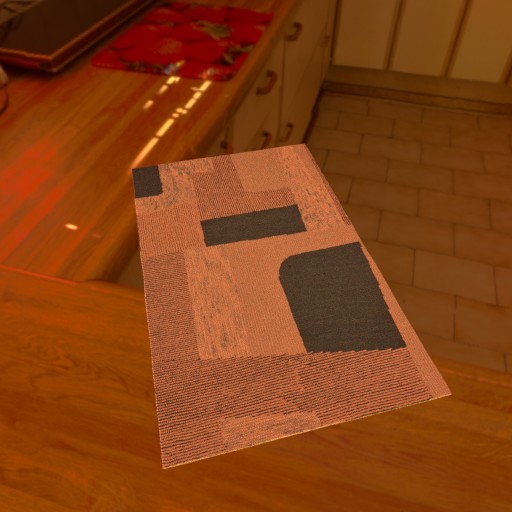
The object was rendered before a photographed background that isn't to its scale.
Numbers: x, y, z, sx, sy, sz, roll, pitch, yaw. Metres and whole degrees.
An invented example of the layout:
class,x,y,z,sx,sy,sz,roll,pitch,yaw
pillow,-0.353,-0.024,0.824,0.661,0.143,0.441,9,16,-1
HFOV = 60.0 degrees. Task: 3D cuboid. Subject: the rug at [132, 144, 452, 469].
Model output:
class,x,y,z,sx,sy,sz,roll,pitch,yaw
rug,0.000,0.000,3.014,1.521,0.015,2.436,-10,48,-10
